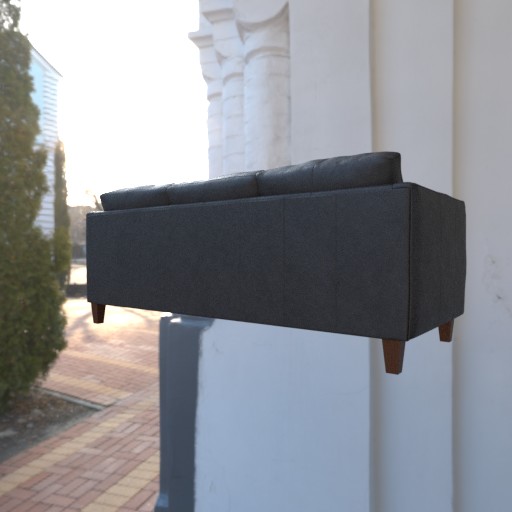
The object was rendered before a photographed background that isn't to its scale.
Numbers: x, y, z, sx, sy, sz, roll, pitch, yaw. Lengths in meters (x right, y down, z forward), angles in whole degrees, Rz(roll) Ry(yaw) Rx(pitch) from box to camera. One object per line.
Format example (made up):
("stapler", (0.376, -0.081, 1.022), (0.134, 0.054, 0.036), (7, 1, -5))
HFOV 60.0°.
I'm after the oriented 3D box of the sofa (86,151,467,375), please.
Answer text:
("sofa", (0.000, 0.000, 2.999), (2.464, 1.006, 1.045), (0, 1, 37))
